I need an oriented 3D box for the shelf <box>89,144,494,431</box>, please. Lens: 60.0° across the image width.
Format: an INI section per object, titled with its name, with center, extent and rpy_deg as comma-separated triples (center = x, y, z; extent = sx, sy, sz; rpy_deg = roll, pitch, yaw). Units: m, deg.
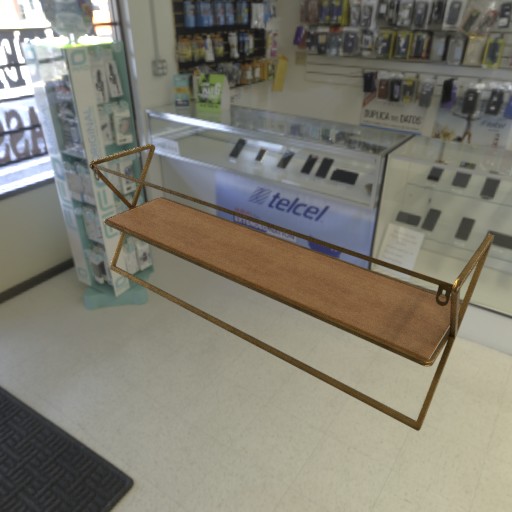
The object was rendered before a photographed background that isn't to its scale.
[shelf]
center = 0.000, 0.000, 0.734
extent = 0.645, 0.229, 0.150
rpy_deg = 21, 37, 32
